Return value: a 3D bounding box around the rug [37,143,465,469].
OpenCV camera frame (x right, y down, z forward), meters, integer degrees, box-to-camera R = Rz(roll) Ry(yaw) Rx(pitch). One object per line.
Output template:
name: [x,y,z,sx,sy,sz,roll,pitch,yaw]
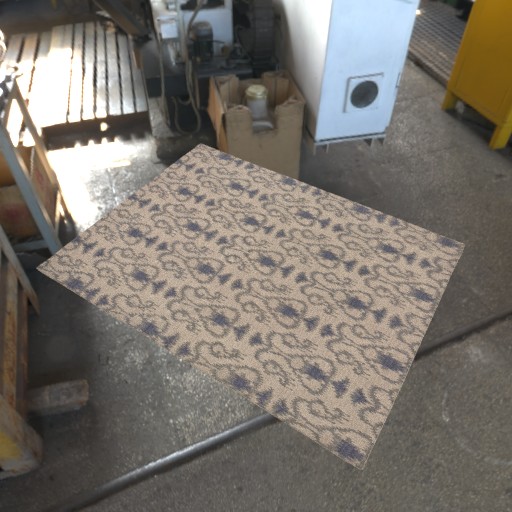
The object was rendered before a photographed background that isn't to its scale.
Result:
rug: [0.000,0.000,4.136,3.205,0.015,2.437,25,52,22]
